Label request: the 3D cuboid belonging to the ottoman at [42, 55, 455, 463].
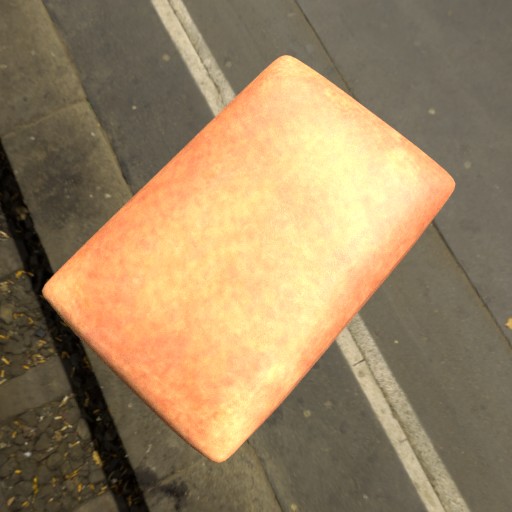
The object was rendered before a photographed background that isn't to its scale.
[{"bbox_3d":[0.000,0.000,1.174,0.565,0.507,0.852,41,79,10],"label":"ottoman"}]
